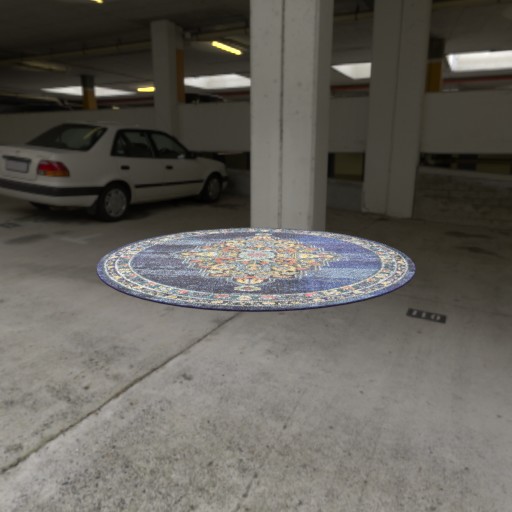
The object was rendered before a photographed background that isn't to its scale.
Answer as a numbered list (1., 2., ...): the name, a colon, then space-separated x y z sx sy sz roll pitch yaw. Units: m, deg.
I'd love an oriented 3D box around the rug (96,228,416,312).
1. rug: 0.000 0.000 2.339 1.591 0.010 1.591 0 14 0
